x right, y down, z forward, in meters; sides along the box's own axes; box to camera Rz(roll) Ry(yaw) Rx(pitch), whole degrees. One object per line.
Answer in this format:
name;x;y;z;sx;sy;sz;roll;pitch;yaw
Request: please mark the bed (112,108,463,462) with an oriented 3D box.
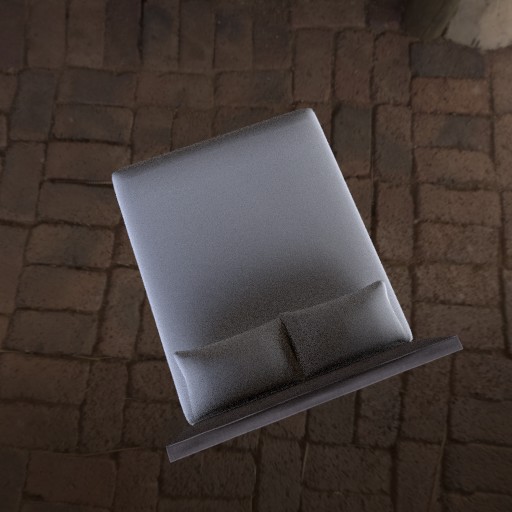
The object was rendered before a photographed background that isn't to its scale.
bed;0.000;0.000;2.919;1.610;1.089;1.894;-20;77;-5
